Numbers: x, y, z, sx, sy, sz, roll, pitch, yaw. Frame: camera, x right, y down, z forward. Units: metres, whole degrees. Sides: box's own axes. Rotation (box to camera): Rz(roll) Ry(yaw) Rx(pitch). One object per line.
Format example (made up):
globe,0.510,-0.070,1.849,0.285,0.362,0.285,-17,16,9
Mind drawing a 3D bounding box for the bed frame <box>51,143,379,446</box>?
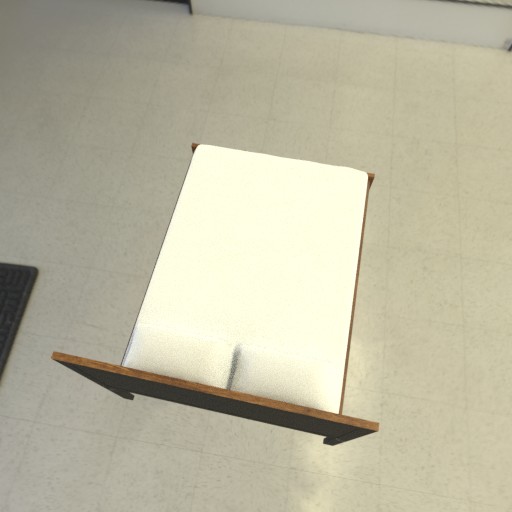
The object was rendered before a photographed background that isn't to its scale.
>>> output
bed frame,0.000,0.000,3.342,1.696,1.417,2.276,11,65,5
